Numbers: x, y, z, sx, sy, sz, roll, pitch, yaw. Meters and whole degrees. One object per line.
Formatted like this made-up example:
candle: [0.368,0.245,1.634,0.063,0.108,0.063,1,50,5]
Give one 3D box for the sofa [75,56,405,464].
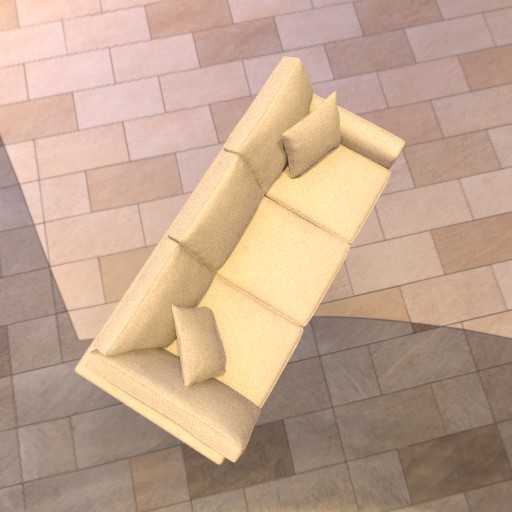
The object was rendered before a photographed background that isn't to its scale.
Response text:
sofa: [0.000,0.000,2.930,1.061,0.962,2.317,30,79,7]
